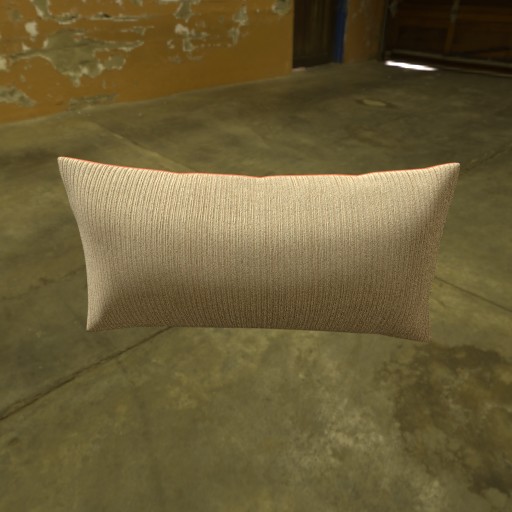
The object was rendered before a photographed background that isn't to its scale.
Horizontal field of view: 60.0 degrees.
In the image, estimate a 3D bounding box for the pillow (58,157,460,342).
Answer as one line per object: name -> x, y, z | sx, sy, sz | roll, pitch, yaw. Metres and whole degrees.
pillow -> 0.000, 0.000, 0.722 | 0.608, 0.307, 0.155 | 1, 31, 2
